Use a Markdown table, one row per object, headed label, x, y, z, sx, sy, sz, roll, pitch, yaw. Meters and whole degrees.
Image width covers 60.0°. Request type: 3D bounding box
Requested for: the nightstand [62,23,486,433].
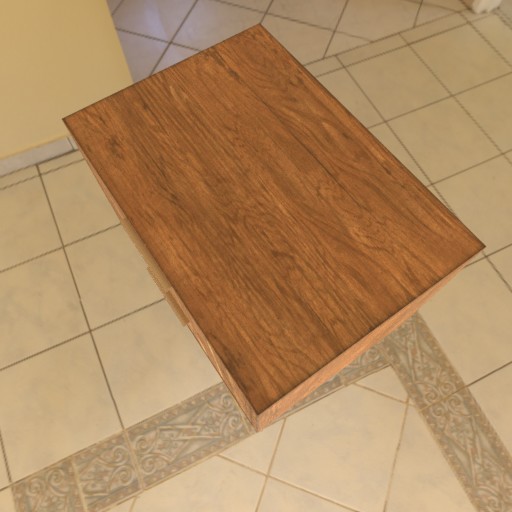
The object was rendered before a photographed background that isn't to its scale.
| label | x | y | z | sx | sy | sz | roll | pitch | yaw |
| --- | --- | --- | --- | --- | --- | --- | --- | --- | --- |
| nightstand | 0.000 | 0.000 | 1.013 | 0.446 | 0.610 | 0.610 | -32 | 69 | -14 |
